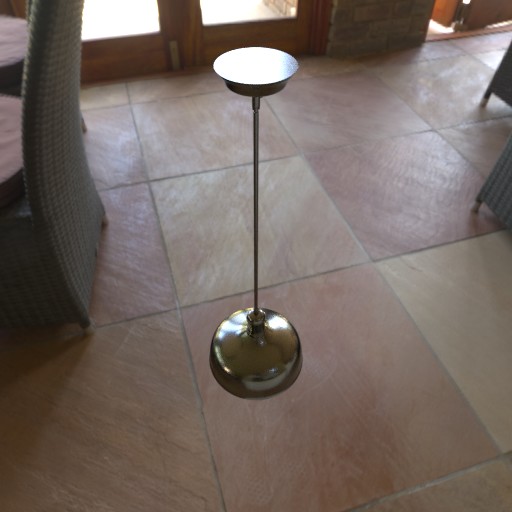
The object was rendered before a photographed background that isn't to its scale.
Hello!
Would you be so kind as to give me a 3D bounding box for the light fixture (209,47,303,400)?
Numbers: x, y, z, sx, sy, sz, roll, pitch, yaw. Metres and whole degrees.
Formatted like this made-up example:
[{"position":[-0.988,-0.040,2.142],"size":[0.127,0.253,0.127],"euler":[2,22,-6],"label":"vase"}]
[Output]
[{"position":[0.000,0.000,1.085],"size":[0.299,0.935,0.299],"euler":[-10,47,-10],"label":"light fixture"}]
